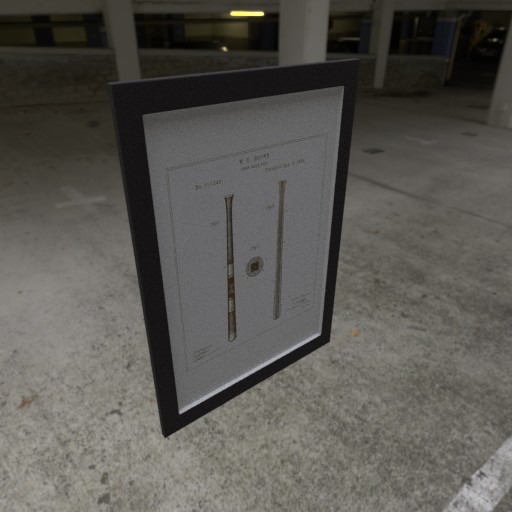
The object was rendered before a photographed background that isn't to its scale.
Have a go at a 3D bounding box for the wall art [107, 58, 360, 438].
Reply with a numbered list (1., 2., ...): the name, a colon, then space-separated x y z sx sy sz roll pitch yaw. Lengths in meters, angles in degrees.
1. wall art: 0.000 0.000 0.675 0.374 0.529 0.012 -21 36 -33
